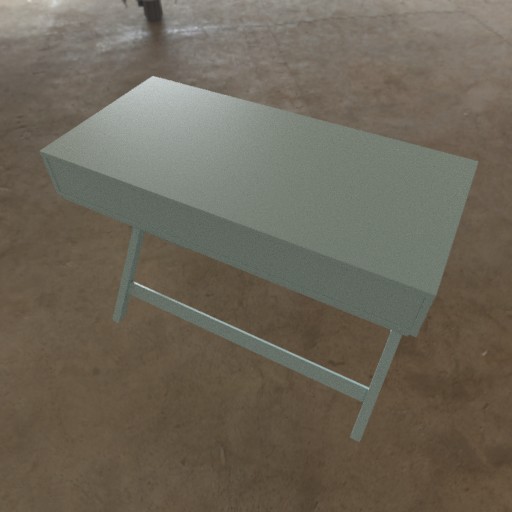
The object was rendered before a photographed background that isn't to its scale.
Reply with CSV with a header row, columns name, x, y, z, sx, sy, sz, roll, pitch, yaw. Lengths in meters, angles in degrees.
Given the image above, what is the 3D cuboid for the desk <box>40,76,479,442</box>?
name,x,y,z,sx,sy,sz,roll,pitch,yaw
desk,0.000,0.000,1.465,1.059,0.780,0.509,21,51,19
